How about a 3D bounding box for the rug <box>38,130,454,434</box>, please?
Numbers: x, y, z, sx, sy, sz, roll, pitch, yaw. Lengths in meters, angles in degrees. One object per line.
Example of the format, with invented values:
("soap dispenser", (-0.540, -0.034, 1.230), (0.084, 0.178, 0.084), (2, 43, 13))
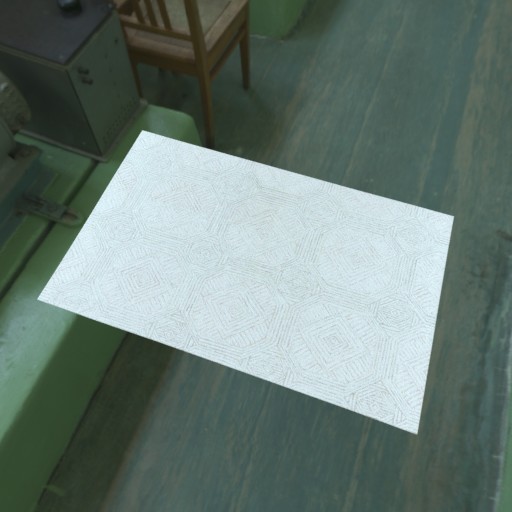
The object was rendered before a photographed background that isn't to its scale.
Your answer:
("rug", (0.000, 0.000, 2.987), (2.440, 0.008, 1.524), (17, 64, 9))
